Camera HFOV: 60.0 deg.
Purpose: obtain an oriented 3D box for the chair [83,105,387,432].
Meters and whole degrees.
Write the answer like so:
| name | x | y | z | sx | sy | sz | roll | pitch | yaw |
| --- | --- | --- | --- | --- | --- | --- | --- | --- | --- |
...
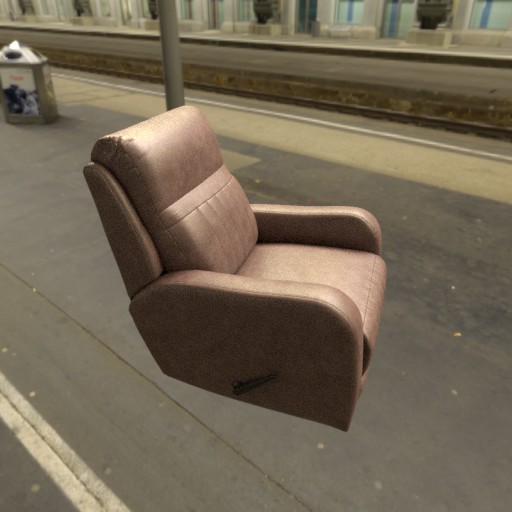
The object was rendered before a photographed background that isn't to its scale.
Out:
| name | x | y | z | sx | sy | sz | roll | pitch | yaw |
| --- | --- | --- | --- | --- | --- | --- | --- | --- | --- |
| chair | 0.000 | 0.000 | 1.852 | 1.067 | 1.067 | 0.865 | 10 | 31 | 17 |
